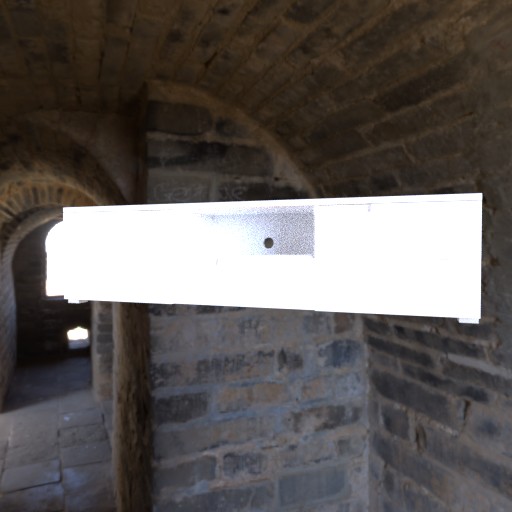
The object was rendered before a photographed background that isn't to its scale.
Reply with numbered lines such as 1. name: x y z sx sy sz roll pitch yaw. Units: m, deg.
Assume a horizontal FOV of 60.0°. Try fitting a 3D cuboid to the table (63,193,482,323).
1. table: 0.000 0.000 1.863 1.650 0.420 0.390 0 1 19
